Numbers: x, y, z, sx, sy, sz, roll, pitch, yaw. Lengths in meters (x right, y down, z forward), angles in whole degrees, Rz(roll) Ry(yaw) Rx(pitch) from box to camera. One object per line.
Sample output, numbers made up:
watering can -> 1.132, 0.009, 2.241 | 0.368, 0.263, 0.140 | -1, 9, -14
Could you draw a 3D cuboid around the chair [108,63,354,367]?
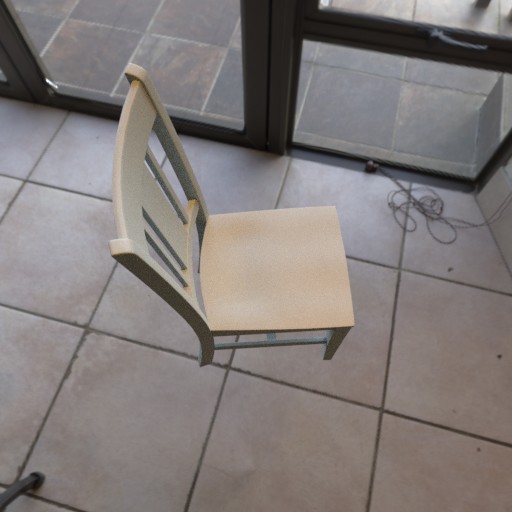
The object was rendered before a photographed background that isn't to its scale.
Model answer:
chair -> 0.000, 0.000, 1.286 | 0.555, 0.998, 0.450 | -3, 64, -1
